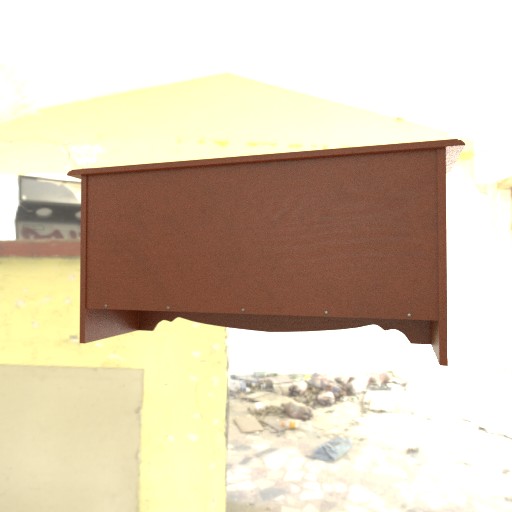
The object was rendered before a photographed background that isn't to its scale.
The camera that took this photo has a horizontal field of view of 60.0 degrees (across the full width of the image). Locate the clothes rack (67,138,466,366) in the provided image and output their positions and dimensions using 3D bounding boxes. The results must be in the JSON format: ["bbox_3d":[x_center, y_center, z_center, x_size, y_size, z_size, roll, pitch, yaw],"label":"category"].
[{"bbox_3d":[0.000,0.000,1.500,1.251,0.594,0.362,0,-1,18],"label":"clothes rack"}]
